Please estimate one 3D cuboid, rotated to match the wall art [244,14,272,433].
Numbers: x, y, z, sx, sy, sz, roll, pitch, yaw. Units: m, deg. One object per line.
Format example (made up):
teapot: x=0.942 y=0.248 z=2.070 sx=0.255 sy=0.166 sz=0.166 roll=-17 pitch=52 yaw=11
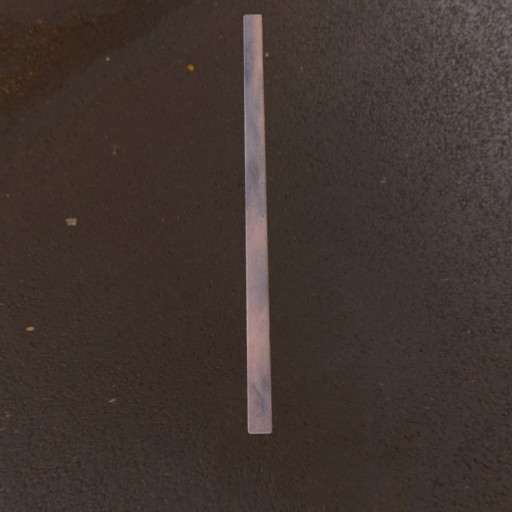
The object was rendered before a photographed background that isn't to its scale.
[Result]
wall art: x=0.000 y=0.000 z=1.100 sx=0.035 sy=0.747 sz=0.747 roll=-1 pitch=74 yaw=0
